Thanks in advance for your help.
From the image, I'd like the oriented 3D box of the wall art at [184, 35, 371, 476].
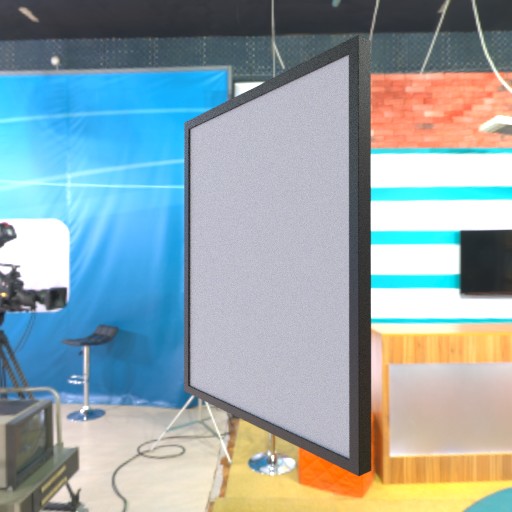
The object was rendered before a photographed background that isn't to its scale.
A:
[{"bbox_3d":[0.000,0.000,0.532,0.018,0.397,0.325,0,0,-38],"label":"wall art"}]
